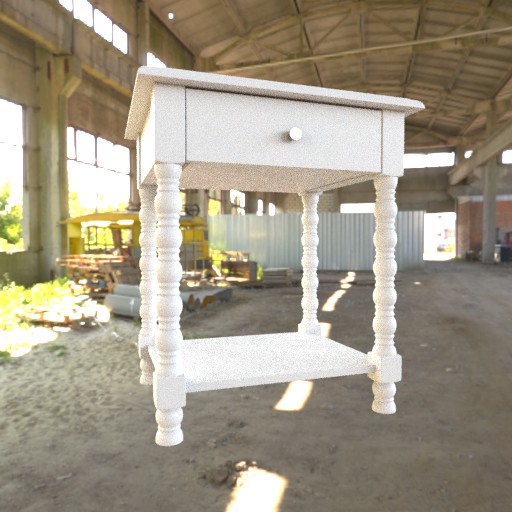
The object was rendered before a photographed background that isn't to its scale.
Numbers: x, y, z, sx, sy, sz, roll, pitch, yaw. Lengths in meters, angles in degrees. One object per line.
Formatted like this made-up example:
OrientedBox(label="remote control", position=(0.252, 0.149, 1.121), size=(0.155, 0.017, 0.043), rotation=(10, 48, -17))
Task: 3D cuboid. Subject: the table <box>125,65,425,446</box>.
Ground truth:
OrientedBox(label="table", position=(0.000, 0.000, 0.843), size=(0.460, 0.531, 0.381), rotation=(-1, 2, -19))
